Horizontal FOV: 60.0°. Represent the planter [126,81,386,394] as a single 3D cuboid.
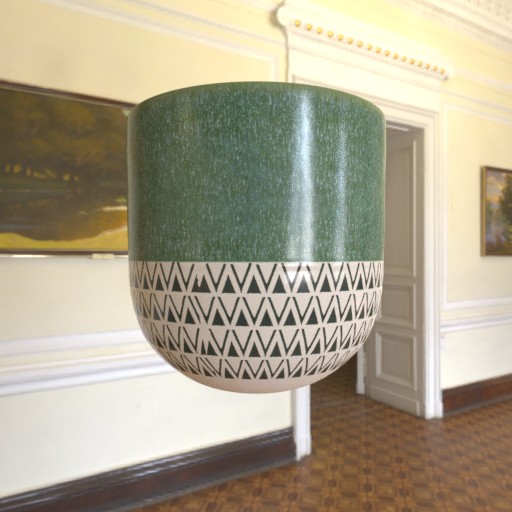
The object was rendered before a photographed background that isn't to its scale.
[{"bbox_3d":[0.000,0.000,0.473,0.266,0.270,0.266,0,0,0],"label":"planter"}]
